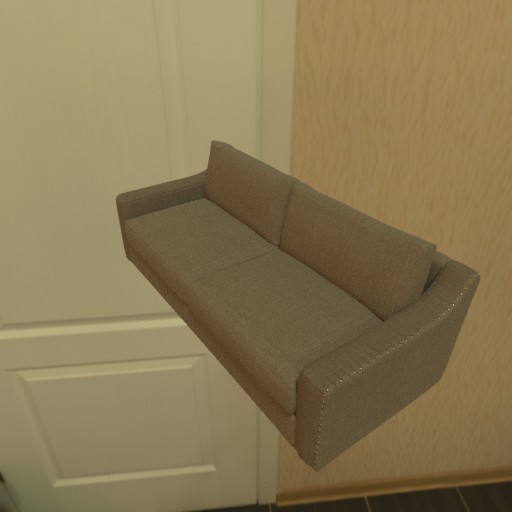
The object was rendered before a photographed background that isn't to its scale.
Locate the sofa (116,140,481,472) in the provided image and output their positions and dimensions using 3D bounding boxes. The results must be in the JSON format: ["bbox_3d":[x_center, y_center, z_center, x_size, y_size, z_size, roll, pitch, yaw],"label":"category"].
[{"bbox_3d":[0.000,0.000,2.708,1.000,0.857,2.208,-21,37,-29],"label":"sofa"}]
